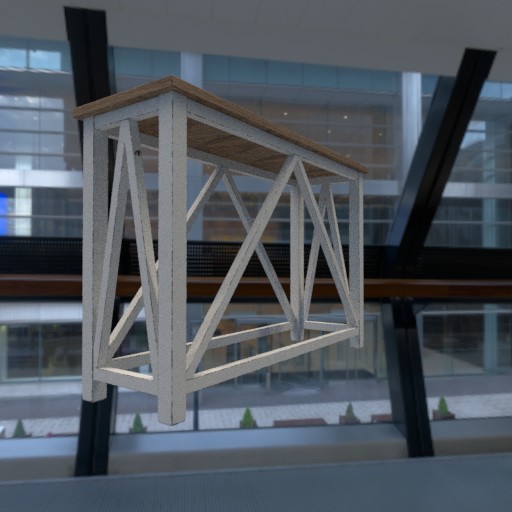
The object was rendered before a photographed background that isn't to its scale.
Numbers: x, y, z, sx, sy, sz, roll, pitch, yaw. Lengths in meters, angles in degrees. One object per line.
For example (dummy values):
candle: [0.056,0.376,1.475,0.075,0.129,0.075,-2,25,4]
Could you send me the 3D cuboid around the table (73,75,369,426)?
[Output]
table: [0.000,0.000,1.855,0.450,0.930,1.400,-1,-1,35]
